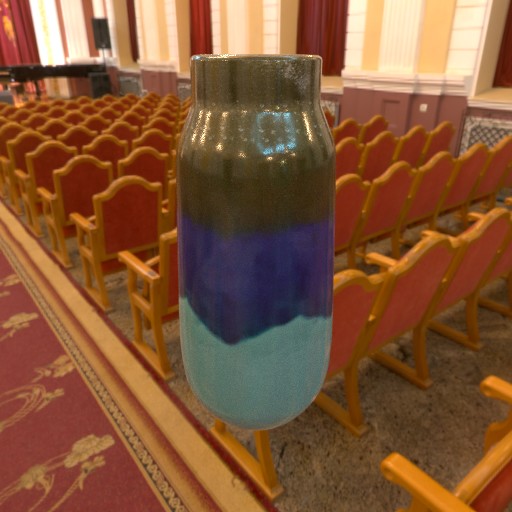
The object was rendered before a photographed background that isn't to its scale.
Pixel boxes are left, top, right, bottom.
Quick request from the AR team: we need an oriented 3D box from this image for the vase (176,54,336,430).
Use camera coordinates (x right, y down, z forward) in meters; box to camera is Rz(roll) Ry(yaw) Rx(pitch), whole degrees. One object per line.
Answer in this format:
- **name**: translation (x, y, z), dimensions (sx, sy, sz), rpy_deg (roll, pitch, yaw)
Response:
- **vase**: translation (0.000, 0.000, 0.378), dimensions (0.139, 0.313, 0.139), rpy_deg (0, 25, 0)
